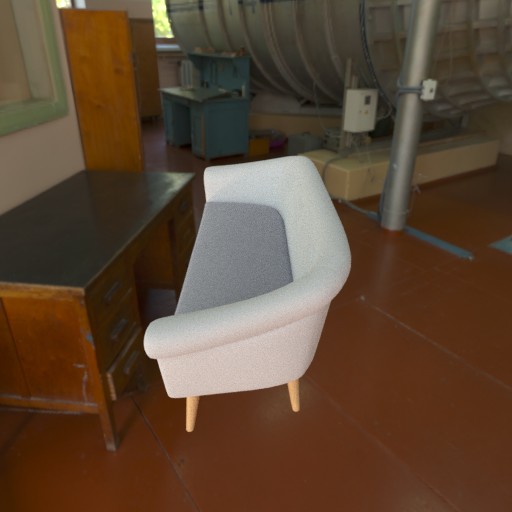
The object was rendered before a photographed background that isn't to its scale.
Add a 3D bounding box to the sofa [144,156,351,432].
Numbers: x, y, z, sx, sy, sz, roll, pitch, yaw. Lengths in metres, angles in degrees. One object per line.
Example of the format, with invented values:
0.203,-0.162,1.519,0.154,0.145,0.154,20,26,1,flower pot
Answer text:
0.000,0.000,2.572,0.827,0.795,2.160,0,27,0,sofa
